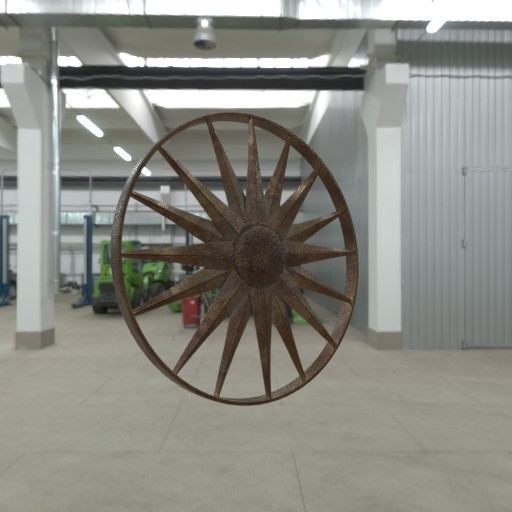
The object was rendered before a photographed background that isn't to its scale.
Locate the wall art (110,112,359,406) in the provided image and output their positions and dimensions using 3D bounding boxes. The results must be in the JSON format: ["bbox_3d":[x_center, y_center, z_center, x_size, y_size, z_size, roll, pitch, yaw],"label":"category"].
[{"bbox_3d":[0.000,0.000,0.903,0.582,0.583,0.084,0,0,-36],"label":"wall art"}]
